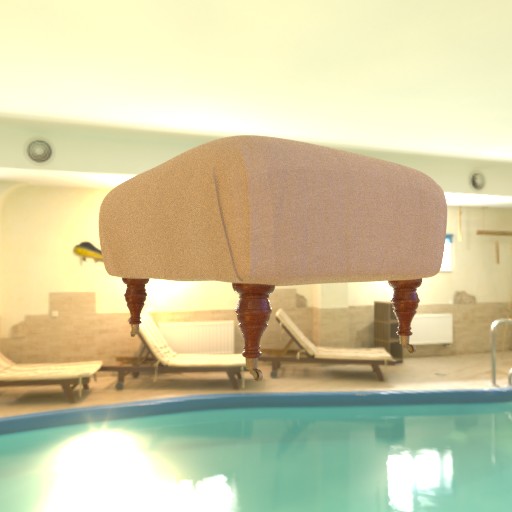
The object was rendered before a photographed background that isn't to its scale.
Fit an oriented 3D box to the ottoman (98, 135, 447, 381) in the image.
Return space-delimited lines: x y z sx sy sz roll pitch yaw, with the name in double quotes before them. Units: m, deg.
"ottoman" 0.000 0.000 1.129 0.622 0.450 0.746 1 -2 -36
